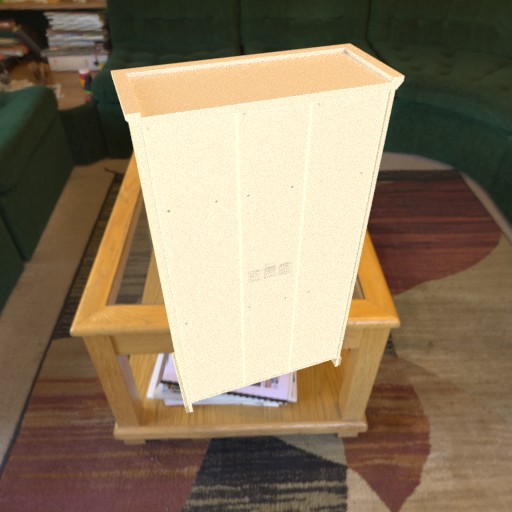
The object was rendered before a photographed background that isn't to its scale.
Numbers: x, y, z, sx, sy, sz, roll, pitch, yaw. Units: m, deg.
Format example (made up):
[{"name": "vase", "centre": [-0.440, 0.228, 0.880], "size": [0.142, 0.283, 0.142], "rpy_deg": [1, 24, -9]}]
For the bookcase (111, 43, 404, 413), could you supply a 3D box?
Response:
[{"name": "bookcase", "centre": [0.000, 0.000, 2.330], "size": [1.050, 1.880, 0.432], "rpy_deg": [-13, 43, -14]}]
